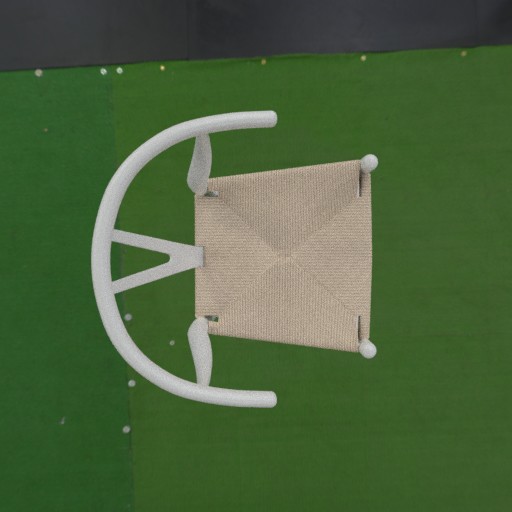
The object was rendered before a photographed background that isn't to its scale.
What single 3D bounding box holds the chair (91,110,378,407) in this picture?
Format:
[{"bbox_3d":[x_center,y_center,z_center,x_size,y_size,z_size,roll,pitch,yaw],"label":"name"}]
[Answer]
[{"bbox_3d":[0.000,0.000,1.136,0.579,0.730,0.569,0,92,0],"label":"chair"}]
